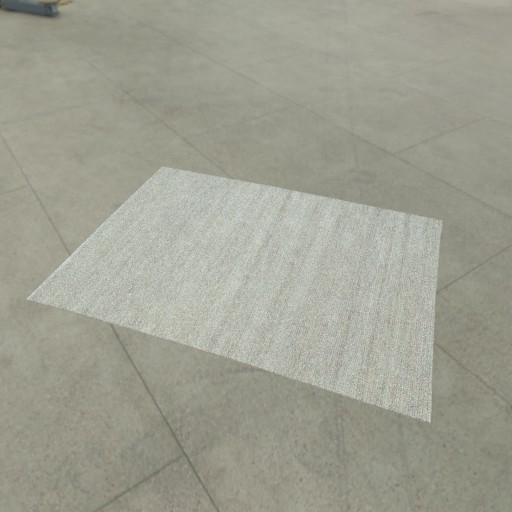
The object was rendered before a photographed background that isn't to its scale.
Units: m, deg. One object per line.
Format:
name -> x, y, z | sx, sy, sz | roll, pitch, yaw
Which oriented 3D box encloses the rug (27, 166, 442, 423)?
rug -> 0.000, 0.000, 2.863 | 2.264, 0.030, 1.624 | 13, 43, 15
